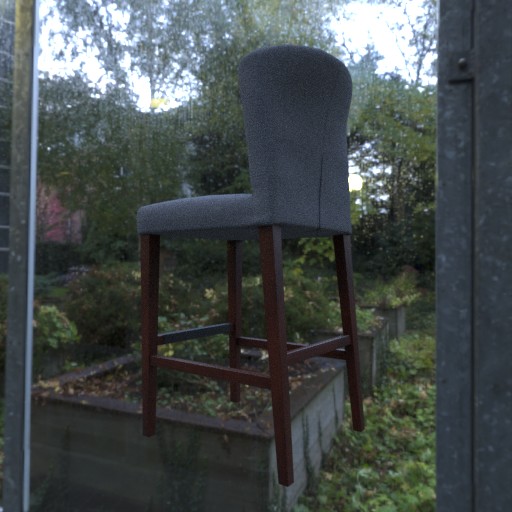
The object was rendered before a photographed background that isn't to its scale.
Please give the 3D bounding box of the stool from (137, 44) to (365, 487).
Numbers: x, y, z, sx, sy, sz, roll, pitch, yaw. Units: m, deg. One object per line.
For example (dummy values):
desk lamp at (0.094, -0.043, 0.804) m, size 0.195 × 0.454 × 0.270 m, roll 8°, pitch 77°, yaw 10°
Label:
stool at (0.000, 0.000, 1.352) m, size 0.568 × 1.069 × 0.486 m, roll -1°, pitch -1°, yaw 36°
